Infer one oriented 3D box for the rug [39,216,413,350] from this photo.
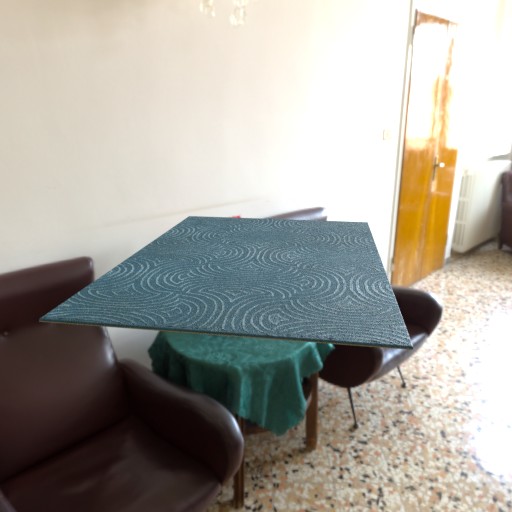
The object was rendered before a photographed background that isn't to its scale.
[{"bbox_3d":[0.000,0.000,2.794,1.543,0.015,2.144,3,17,9],"label":"rug"}]
